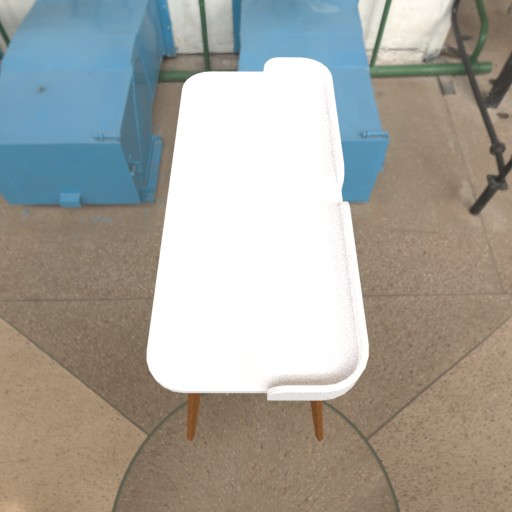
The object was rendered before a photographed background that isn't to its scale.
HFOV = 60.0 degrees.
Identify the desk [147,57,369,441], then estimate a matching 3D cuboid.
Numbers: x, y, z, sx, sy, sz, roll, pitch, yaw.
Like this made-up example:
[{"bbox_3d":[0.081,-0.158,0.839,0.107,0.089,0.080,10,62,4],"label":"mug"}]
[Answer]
[{"bbox_3d":[0.000,0.000,1.645,0.534,0.807,1.206,0,58,0],"label":"desk"}]
